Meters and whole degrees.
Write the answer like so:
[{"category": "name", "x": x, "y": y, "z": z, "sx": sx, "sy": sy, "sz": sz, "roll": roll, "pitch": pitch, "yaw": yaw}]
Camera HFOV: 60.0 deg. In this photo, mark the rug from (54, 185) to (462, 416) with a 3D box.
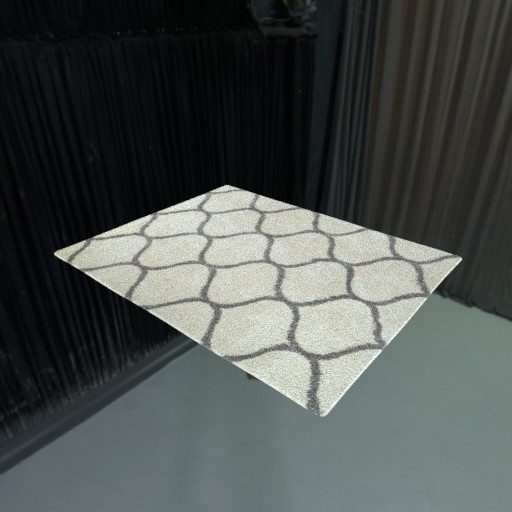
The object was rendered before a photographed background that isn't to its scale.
[{"category": "rug", "x": 0.000, "y": 0.000, "z": 4.147, "sx": 3.000, "sy": 0.026, "sz": 2.399, "roll": 22, "pitch": 36, "yaw": 34}]
